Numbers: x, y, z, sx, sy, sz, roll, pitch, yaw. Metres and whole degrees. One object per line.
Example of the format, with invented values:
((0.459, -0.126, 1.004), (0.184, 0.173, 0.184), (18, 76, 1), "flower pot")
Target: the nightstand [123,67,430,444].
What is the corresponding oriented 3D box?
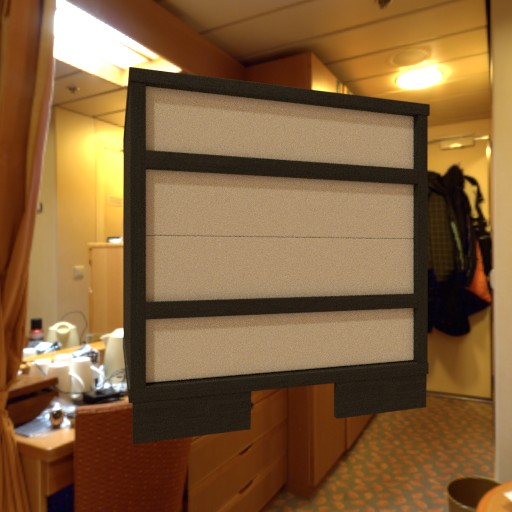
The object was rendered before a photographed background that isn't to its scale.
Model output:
((0.000, 0.000, 0.753), (0.427, 0.448, 0.347), (0, 0, -18), "nightstand")
